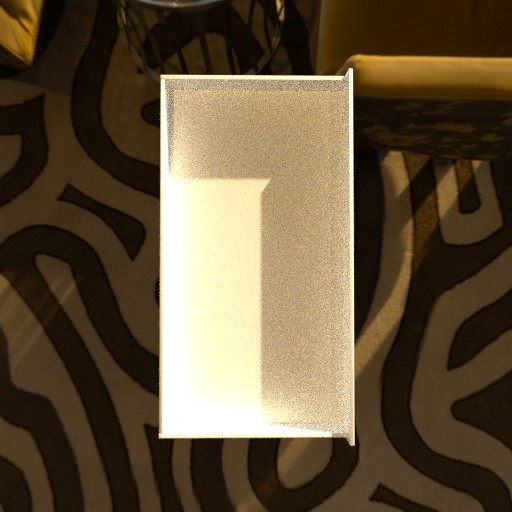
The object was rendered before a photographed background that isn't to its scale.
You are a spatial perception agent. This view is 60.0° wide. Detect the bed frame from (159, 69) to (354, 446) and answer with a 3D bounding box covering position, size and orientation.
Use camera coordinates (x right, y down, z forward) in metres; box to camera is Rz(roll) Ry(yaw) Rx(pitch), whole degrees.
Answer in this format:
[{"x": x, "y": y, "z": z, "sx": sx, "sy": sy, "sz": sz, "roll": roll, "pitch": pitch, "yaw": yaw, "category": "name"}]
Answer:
[{"x": 0.000, "y": 0.000, "z": 1.591, "sx": 0.670, "sy": 0.141, "sz": 1.300, "roll": 0, "pitch": 89, "yaw": -1, "category": "bed frame"}]
